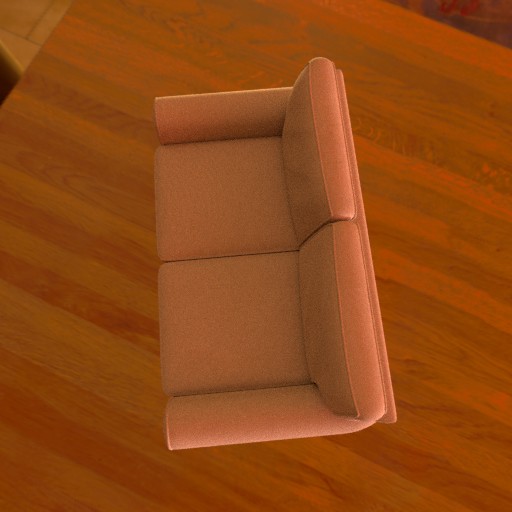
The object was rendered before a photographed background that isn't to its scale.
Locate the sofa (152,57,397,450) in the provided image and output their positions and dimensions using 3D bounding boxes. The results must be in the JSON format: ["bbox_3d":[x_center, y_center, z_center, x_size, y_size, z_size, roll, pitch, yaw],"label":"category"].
[{"bbox_3d":[0.000,0.000,2.259,0.991,0.940,1.727,-5,76,-1],"label":"sofa"}]
